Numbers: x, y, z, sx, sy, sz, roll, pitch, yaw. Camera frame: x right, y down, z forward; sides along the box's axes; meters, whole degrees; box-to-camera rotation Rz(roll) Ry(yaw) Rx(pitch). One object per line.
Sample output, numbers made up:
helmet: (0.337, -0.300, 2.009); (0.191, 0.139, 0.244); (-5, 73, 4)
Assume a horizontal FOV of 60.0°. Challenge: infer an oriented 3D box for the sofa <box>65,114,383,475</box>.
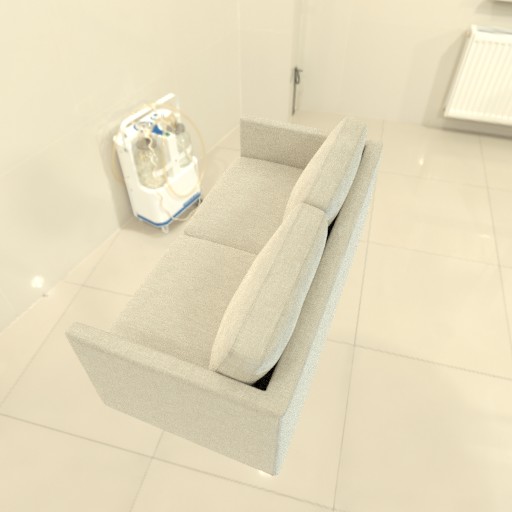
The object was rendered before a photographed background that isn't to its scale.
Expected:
sofa: (0.000, 0.000, 2.398); (0.950, 0.963, 1.838); (16, 49, 15)
